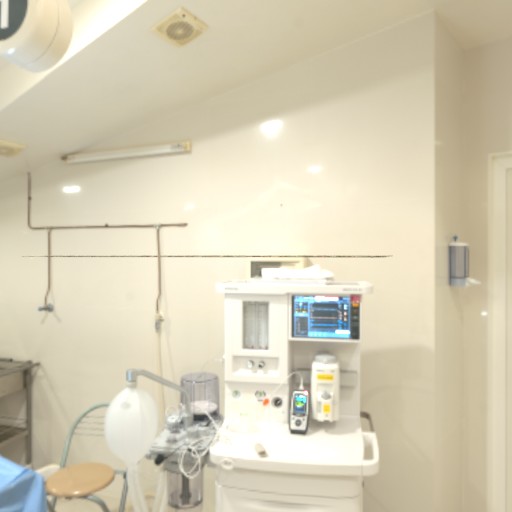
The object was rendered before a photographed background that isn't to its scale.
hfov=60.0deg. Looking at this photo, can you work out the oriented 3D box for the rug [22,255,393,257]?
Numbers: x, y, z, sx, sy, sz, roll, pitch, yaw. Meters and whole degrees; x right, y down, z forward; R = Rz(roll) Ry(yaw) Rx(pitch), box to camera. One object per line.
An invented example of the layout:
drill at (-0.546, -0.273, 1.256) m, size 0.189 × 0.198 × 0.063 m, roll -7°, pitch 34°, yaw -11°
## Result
rug at (0.000, 0.000, 4.122) m, size 2.438 × 0.010 × 3.048 m, roll 0°, pitch 0°, yaw 18°
